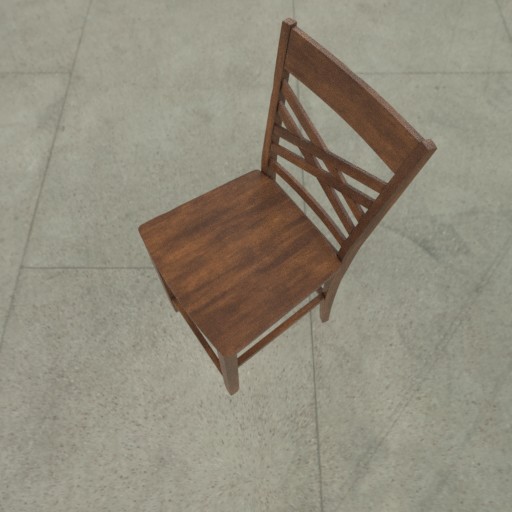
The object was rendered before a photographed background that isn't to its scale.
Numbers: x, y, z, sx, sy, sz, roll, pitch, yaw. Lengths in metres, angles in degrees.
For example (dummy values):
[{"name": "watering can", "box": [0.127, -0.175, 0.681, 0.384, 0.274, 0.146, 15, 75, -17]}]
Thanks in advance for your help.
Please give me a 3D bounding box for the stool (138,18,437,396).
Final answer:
[{"name": "stool", "box": [0.000, 0.000, 1.330, 0.539, 1.079, 0.462, -32, 68, -15]}]
